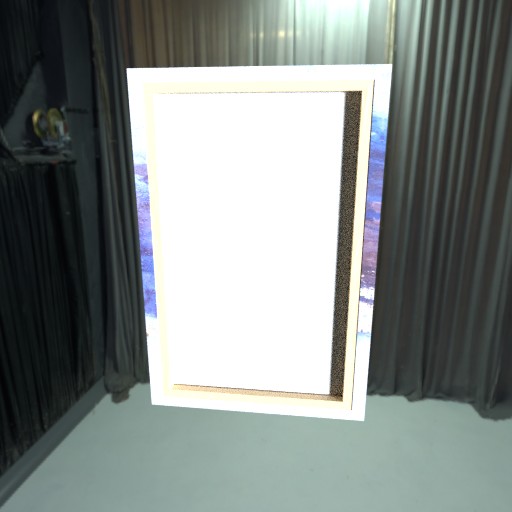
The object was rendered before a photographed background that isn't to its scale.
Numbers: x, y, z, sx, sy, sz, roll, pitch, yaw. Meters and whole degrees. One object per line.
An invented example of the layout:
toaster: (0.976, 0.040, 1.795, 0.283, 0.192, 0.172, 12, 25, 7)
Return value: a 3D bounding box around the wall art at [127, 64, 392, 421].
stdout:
wall art: (0.000, 0.000, 1.111, 0.583, 0.874, 0.048, 2, 16, 7)
